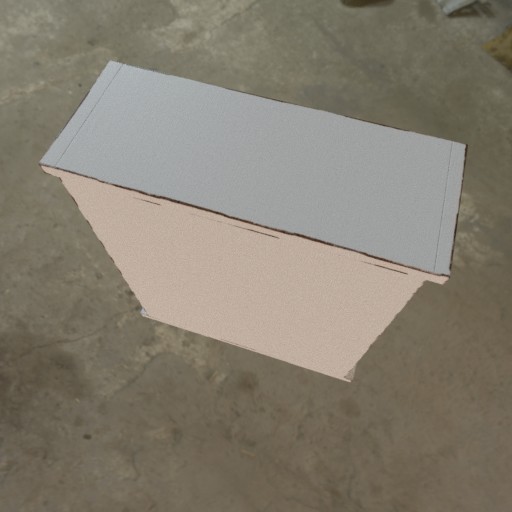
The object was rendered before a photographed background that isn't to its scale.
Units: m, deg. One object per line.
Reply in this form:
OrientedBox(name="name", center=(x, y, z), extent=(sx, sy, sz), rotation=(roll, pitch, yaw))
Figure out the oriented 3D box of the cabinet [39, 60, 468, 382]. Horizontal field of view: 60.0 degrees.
OrientedBox(name="cabinet", center=(0.000, 0.000, 0.865), extent=(0.541, 0.603, 0.210), rotation=(16, 64, 8))
